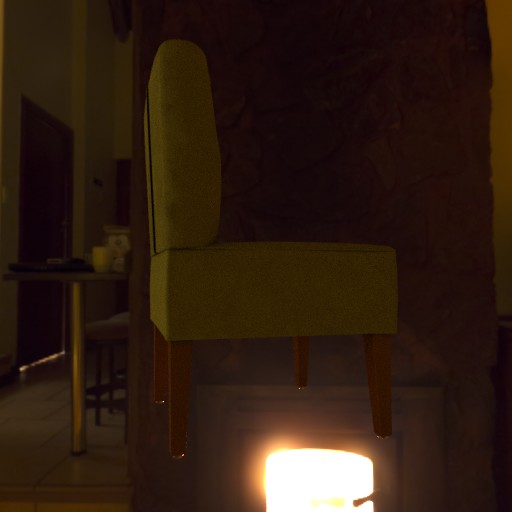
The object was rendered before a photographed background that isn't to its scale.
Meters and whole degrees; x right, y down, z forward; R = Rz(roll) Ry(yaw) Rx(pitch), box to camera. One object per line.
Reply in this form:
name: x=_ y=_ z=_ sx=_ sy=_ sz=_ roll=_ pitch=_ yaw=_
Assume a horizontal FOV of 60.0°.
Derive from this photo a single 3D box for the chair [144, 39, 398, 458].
chair: x=0.000 y=0.000 z=1.128 sx=0.554 sy=0.806 sz=0.521 roll=1 pitch=-2 yaw=-17
